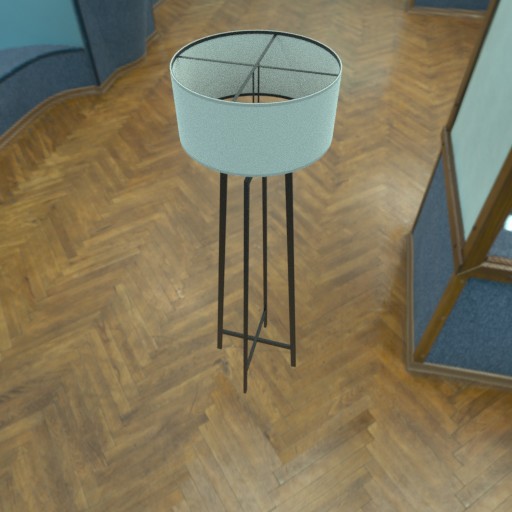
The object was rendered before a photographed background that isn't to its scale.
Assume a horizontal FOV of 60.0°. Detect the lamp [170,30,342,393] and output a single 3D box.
[{"bbox_3d":[0.000,0.000,1.734,0.456,1.510,0.457,11,48,10],"label":"lamp"}]
